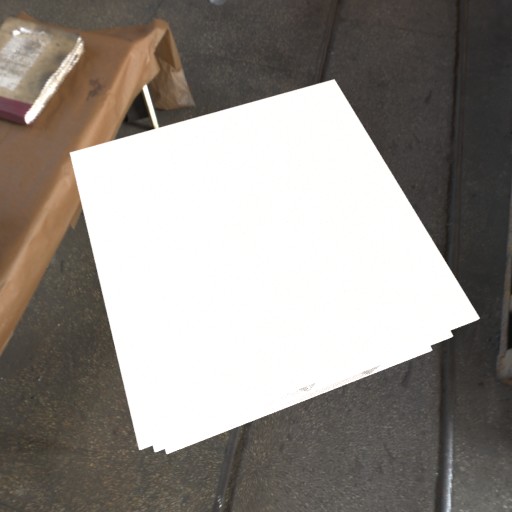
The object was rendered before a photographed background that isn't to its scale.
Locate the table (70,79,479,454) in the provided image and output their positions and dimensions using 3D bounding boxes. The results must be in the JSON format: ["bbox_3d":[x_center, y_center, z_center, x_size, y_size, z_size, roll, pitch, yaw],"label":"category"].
[{"bbox_3d":[0.000,0.000,1.109,0.700,0.289,0.700,-18,66,-9],"label":"table"}]
